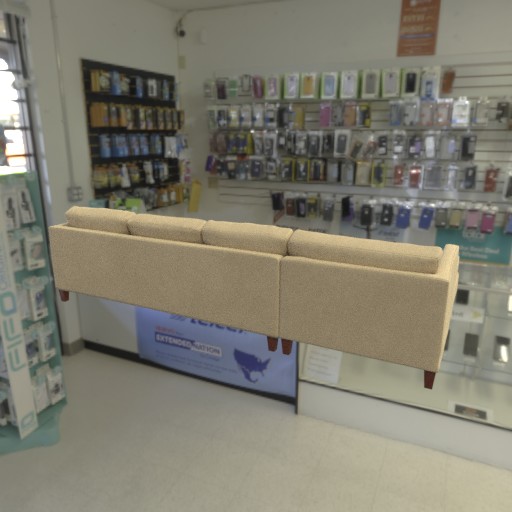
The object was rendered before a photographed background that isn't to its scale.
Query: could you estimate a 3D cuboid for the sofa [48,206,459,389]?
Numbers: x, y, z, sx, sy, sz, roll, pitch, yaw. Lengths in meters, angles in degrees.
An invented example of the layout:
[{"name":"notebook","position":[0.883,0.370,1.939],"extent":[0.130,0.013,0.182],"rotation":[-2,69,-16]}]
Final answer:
[{"name":"sofa","position":[0.000,0.000,3.850],"extent":[3.186,0.846,1.625],"rotation":[8,18,26]}]
